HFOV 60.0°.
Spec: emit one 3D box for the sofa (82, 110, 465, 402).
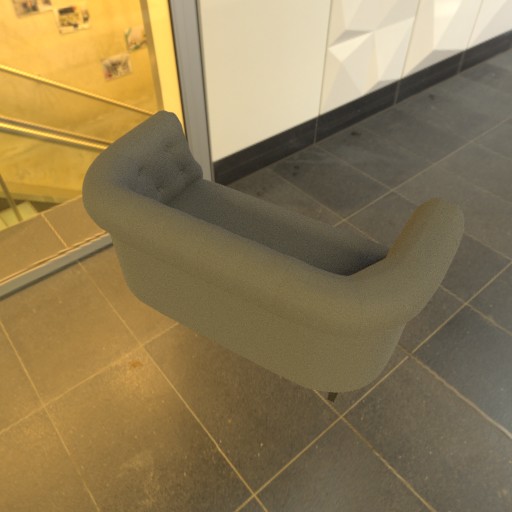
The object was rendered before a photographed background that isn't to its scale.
[{"bbox_3d":[0.000,0.000,2.055,1.558,0.827,0.835,23,50,21],"label":"sofa"}]
